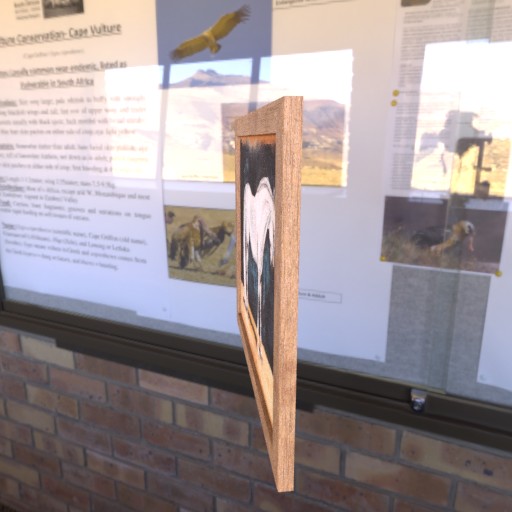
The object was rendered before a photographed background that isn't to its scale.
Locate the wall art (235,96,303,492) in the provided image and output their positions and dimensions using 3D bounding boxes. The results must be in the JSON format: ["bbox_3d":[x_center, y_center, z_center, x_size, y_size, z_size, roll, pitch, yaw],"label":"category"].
[{"bbox_3d":[0.000,0.000,0.954,0.026,0.588,0.690,-2,15,-7],"label":"wall art"}]
